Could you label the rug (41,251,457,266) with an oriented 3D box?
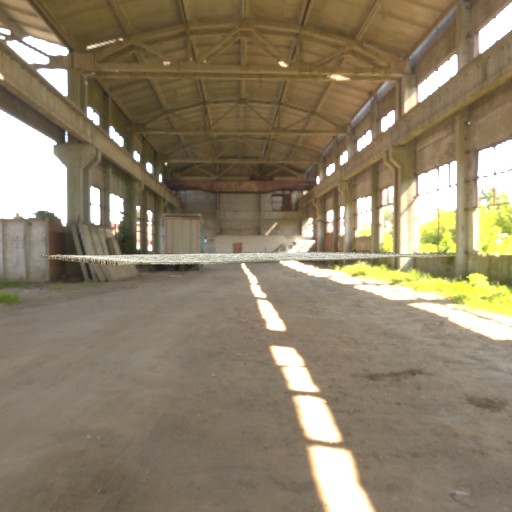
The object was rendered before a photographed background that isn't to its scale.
[{"bbox_3d":[0.000,0.000,3.026,2.431,0.025,1.530,-1,2,-36],"label":"rug"}]
